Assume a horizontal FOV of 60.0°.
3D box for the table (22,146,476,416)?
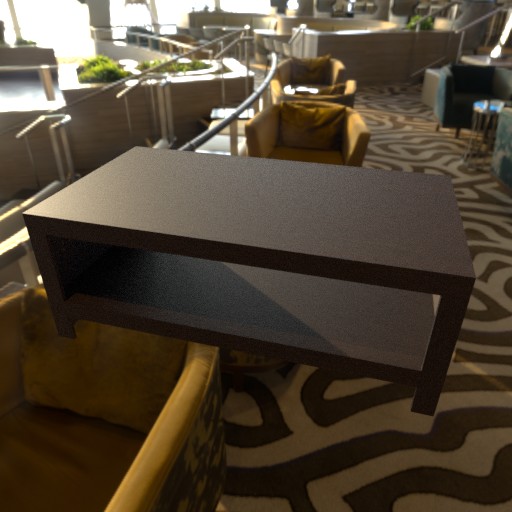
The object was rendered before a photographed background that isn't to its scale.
[{"bbox_3d":[0.000,0.000,1.382,1.099,0.424,0.597,8,32,14],"label":"table"}]
